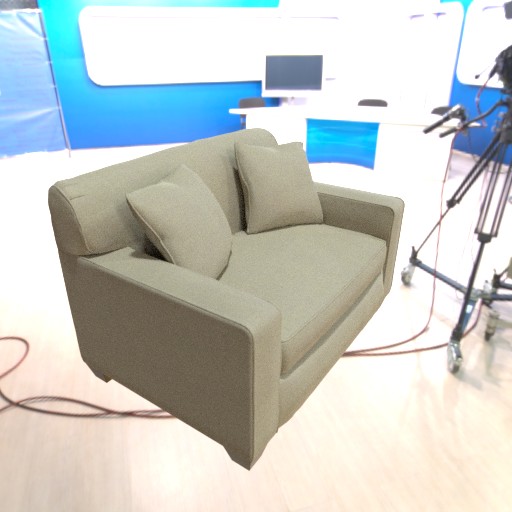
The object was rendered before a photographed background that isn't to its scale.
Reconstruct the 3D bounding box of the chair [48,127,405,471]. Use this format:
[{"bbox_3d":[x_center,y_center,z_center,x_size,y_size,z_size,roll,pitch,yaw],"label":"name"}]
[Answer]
[{"bbox_3d":[0.000,0.000,2.080,1.000,0.948,1.383,17,32,31],"label":"chair"}]
